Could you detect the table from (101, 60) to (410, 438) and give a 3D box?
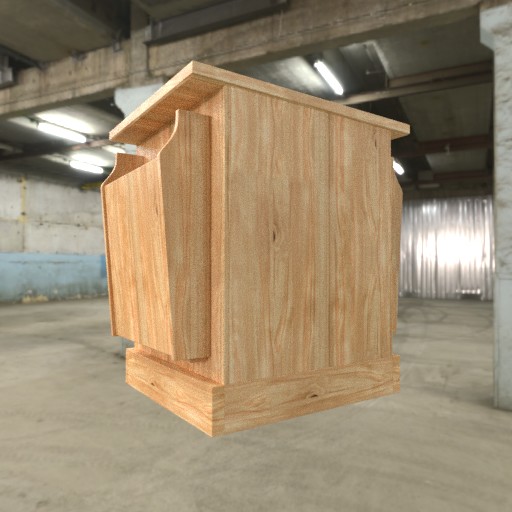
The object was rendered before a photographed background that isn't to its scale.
[{"bbox_3d":[0.000,0.000,0.882,0.530,0.515,0.380,1,-2,-35],"label":"table"}]
